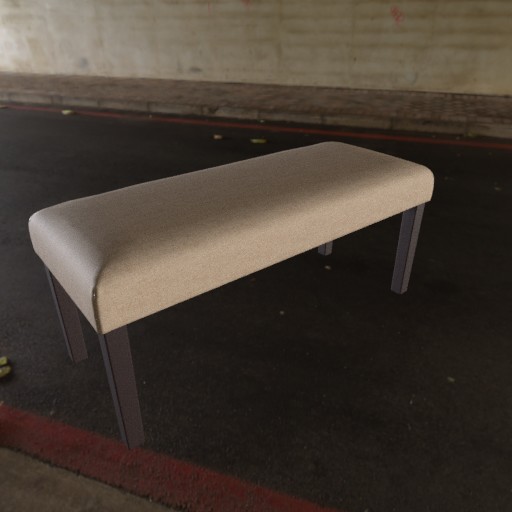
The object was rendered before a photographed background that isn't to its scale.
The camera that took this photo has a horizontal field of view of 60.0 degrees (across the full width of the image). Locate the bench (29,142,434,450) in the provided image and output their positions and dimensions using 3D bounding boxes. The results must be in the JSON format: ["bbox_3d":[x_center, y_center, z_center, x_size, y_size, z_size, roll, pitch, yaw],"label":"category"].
[{"bbox_3d":[0.000,0.000,1.228,1.013,0.456,0.407,-21,35,-33],"label":"bench"}]
